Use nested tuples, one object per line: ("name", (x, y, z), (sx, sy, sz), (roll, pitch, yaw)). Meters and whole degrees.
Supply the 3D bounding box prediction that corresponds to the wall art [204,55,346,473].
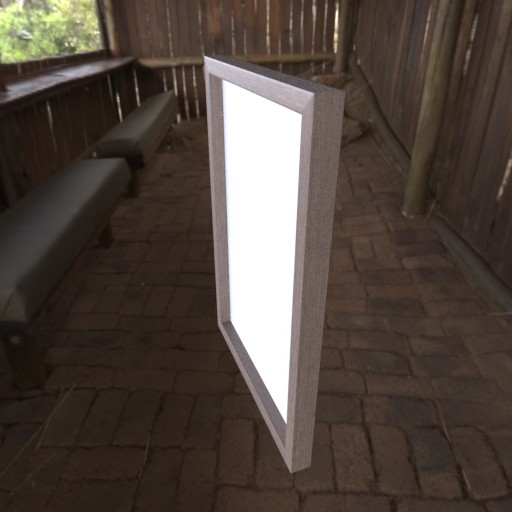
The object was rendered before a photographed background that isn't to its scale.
("wall art", (0.000, 0.000, 0.651), (0.032, 0.510, 0.358), (-11, 31, -18))
